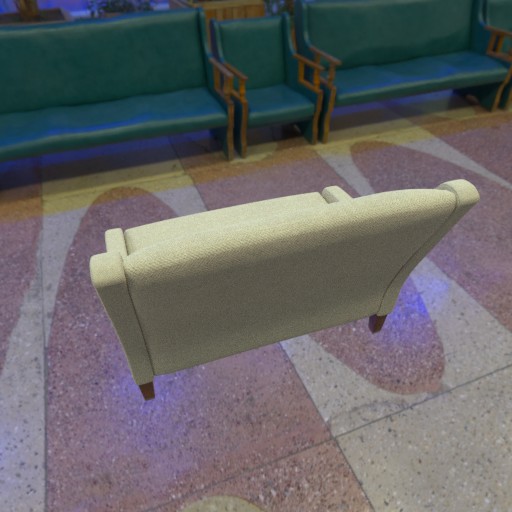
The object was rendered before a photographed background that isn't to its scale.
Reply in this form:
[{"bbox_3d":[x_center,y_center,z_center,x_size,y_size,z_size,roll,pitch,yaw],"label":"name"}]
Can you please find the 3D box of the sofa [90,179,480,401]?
[{"bbox_3d":[0.000,0.000,1.897,1.212,0.976,0.946,-13,42,-15],"label":"sofa"}]
